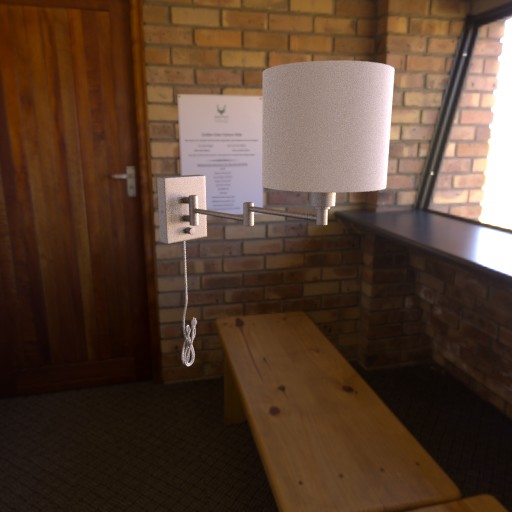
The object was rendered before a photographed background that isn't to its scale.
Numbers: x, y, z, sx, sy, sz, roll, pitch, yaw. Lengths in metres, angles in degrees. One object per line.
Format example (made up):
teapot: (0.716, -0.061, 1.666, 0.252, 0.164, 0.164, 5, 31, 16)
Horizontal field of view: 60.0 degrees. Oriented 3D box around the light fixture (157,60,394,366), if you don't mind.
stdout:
light fixture: (0.000, 0.000, 0.883, 0.516, 0.651, 0.203, 14, 19, 43)
